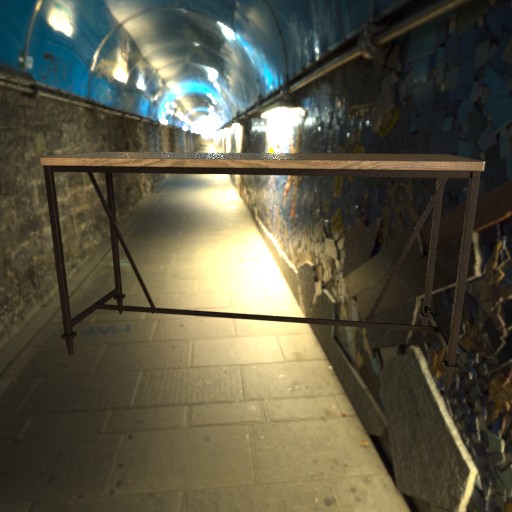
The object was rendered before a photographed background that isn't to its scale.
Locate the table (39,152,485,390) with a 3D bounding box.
[{"bbox_3d":[0.000,0.000,2.040,1.700,0.902,0.551,3,16,9],"label":"table"}]
